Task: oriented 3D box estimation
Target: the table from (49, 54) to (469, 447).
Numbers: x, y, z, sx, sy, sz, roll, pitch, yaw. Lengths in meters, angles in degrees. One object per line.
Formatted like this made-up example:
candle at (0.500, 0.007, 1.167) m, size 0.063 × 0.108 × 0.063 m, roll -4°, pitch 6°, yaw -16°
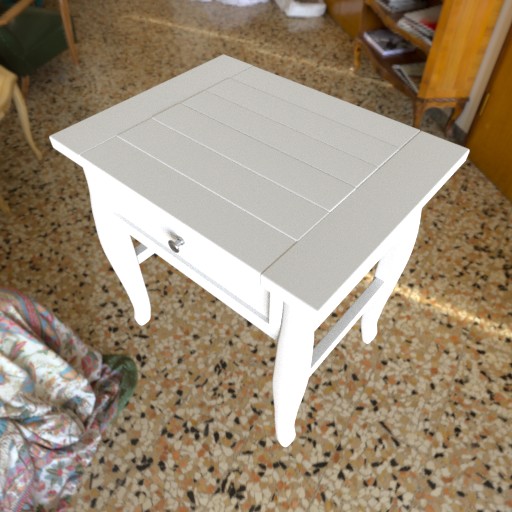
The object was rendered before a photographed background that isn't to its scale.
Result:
table at (0.000, 0.000, 1.014) m, size 0.599 × 0.605 × 0.463 m, roll 32°, pitch 55°, yaw 26°
